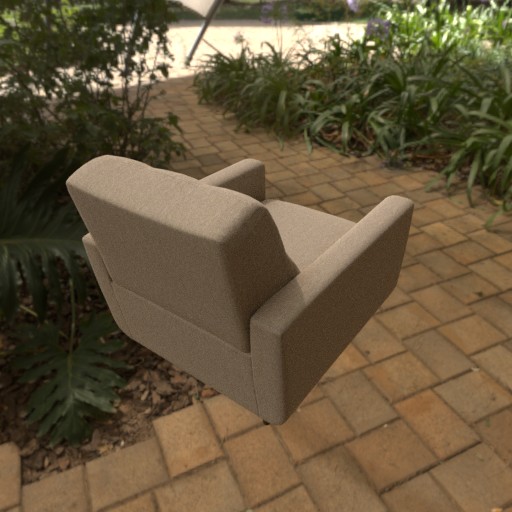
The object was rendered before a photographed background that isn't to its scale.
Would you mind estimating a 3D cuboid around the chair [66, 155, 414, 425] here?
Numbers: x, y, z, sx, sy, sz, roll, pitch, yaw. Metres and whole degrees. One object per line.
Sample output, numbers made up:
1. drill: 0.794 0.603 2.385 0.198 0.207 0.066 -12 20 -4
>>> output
1. chair: 0.000 0.000 1.810 0.897 0.965 1.128 21 38 30
